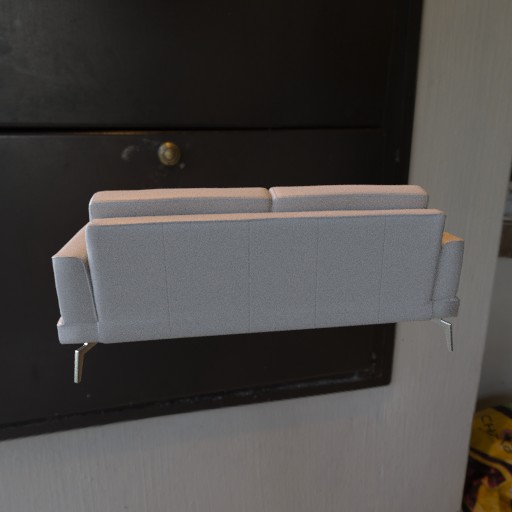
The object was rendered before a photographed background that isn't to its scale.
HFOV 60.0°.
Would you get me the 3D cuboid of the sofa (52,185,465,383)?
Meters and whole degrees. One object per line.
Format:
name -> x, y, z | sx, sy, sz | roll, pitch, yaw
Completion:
sofa -> 0.000, 0.000, 2.751 | 2.177, 0.930, 1.121 | -2, 16, -9
